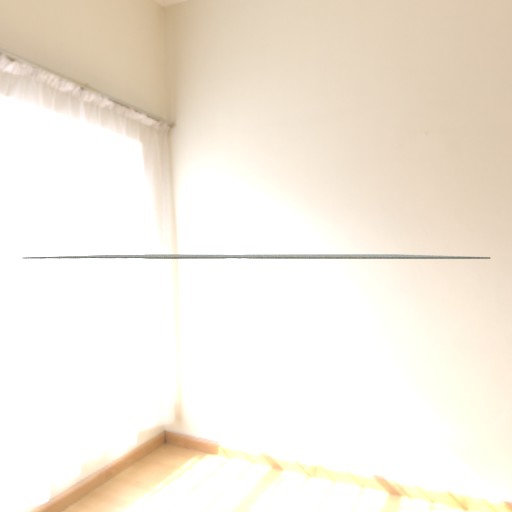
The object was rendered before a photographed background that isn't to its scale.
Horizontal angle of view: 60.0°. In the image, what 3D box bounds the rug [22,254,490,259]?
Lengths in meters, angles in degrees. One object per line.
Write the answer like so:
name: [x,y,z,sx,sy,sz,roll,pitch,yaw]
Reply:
rug: [0.000,0.000,2.227,1.752,0.006,1.142,0,1,0]
